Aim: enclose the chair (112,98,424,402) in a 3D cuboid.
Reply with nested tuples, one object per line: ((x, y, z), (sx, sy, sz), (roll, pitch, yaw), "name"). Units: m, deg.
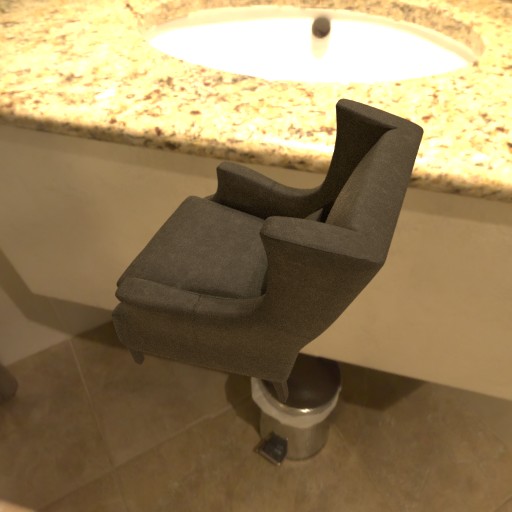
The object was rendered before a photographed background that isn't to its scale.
((0.000, 0.000, 1.707), (0.926, 1.016, 0.853), (17, 48, 16), "chair")
